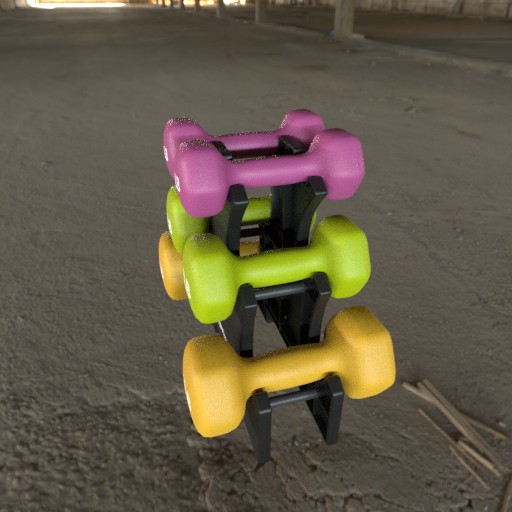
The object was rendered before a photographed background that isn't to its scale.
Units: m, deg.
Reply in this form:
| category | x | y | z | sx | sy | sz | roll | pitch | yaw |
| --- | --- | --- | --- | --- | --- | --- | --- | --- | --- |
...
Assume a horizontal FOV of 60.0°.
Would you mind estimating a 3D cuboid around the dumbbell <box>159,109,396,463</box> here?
| category | x | y | z | sx | sy | sz | roll | pitch | yaw |
| --- | --- | --- | --- | --- | --- | --- | --- | --- | --- |
| dumbbell | 0.000 | 0.000 | 0.465 | 0.190 | 0.271 | 0.300 | -9 | 32 | -14 |
